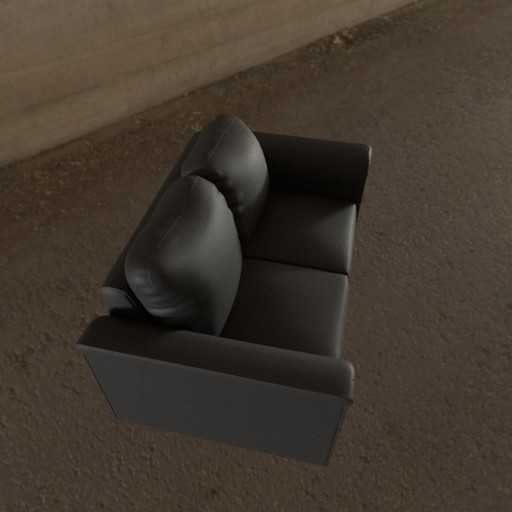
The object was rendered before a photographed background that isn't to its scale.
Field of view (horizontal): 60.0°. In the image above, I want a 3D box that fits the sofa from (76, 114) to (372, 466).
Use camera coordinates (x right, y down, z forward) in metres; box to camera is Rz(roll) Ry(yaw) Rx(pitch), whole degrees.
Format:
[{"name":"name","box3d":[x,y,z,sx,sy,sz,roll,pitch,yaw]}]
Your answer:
[{"name":"sofa","box3d":[0.000,0.000,1.949,0.887,0.845,1.386,9,47,9]}]
